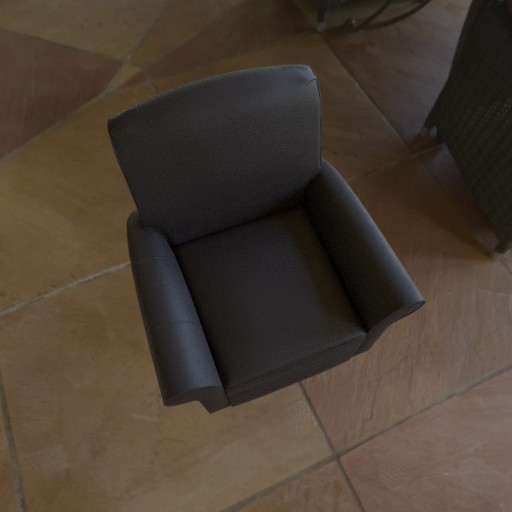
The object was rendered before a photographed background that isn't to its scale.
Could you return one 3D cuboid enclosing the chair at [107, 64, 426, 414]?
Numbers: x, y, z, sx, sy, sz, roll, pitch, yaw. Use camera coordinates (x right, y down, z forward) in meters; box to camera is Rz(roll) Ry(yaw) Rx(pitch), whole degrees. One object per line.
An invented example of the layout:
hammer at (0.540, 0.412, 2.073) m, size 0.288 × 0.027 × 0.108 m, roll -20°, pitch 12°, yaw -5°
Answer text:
chair at (0.000, 0.000, 1.763) m, size 0.978 × 1.061 × 0.902 m, roll -19°, pitch 64°, yaw -10°
